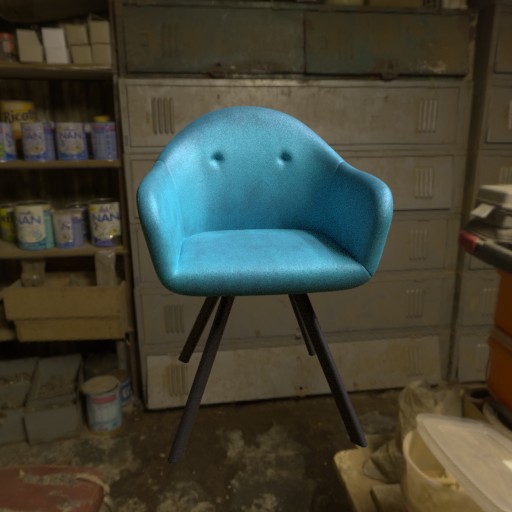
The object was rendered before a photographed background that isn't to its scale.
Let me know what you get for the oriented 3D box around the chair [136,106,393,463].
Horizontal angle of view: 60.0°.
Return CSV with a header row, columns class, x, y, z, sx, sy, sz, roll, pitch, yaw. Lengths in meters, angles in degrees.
class,x,y,z,sx,sy,sz,roll,pitch,yaw
chair,0.000,0.000,1.173,0.540,0.780,0.570,-2,15,-6
